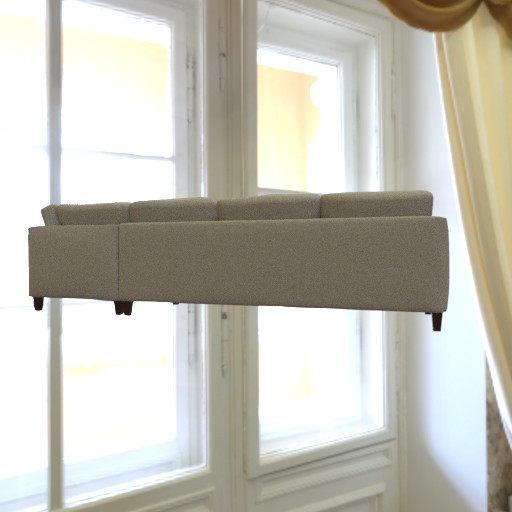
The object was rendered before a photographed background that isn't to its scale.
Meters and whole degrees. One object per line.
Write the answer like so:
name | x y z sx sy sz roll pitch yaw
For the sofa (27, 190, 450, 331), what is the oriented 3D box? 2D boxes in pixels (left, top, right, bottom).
sofa | 0.000 0.000 4.423 3.333 0.934 2.522 0 0 17
